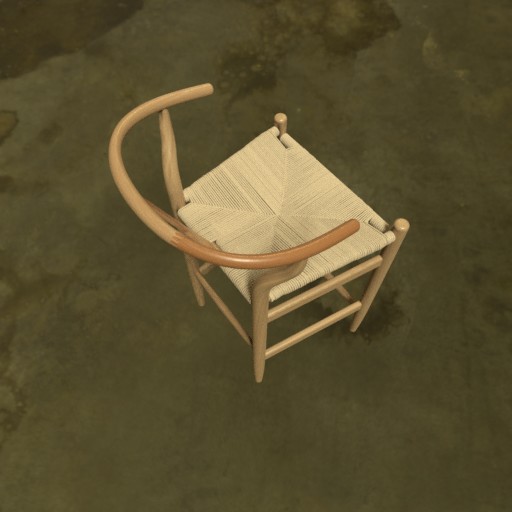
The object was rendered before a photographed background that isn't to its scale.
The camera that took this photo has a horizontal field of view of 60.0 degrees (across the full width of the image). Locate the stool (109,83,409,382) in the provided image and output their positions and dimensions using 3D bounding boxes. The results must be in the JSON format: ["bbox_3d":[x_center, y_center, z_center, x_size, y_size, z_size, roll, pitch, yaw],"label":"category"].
[{"bbox_3d":[0.000,0.000,1.275,0.575,0.923,0.536,-32,63,-18],"label":"stool"}]
